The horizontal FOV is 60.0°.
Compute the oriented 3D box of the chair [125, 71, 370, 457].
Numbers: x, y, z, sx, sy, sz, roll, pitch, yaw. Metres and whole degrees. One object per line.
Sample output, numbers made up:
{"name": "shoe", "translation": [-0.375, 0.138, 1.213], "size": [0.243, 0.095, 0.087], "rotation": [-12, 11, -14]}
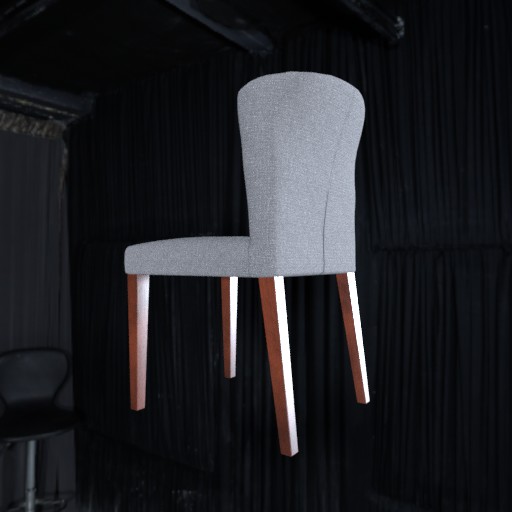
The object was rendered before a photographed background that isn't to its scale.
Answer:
{"name": "chair", "translation": [0.000, 0.000, 1.243], "size": [0.589, 0.839, 0.491], "rotation": [0, -1, 35]}
